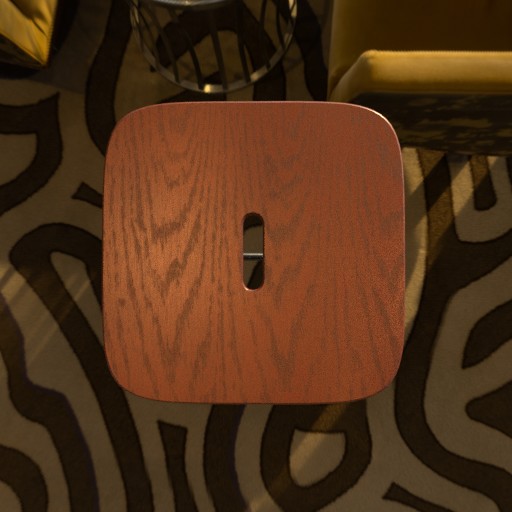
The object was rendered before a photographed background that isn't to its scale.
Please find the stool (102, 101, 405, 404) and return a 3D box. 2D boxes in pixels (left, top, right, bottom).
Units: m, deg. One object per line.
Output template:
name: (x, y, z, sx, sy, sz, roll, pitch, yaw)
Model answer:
stool: (0.000, 0.000, 0.826, 0.376, 0.610, 0.376, 0, 89, 1)
